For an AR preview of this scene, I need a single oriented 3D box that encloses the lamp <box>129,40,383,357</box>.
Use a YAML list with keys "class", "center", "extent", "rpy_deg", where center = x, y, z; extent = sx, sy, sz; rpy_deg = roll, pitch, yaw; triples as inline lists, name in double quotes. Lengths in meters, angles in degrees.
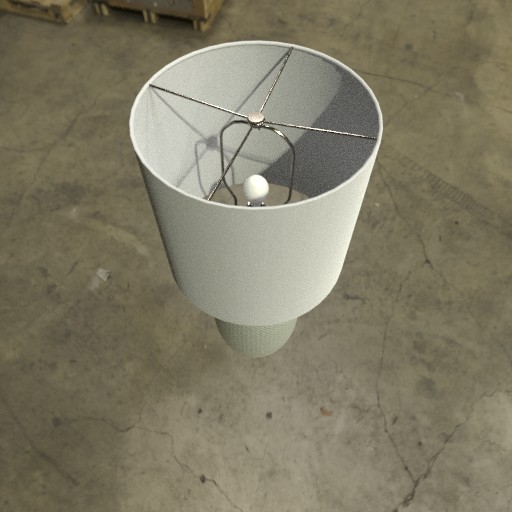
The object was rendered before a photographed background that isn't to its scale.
- class: "lamp"
  center: [0.000, 0.000, 0.571]
  extent: [0.217, 0.453, 0.217]
  rpy_deg: [17, 58, 11]
